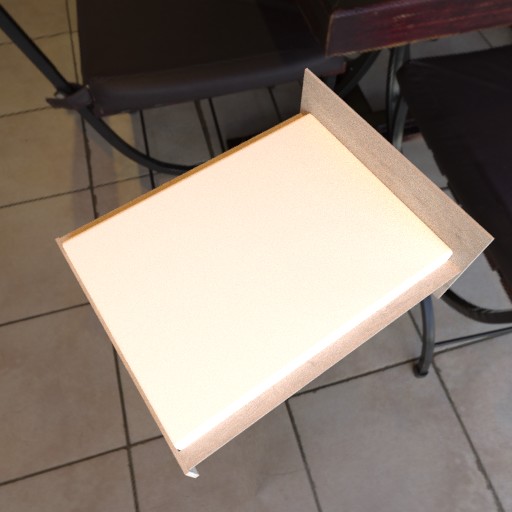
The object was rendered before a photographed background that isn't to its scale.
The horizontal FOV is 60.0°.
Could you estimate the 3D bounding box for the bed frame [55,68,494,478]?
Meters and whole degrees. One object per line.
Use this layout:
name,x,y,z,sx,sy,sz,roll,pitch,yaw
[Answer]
bed frame,0.000,0.000,2.759,1.960,0.800,1.622,-31,66,-16
